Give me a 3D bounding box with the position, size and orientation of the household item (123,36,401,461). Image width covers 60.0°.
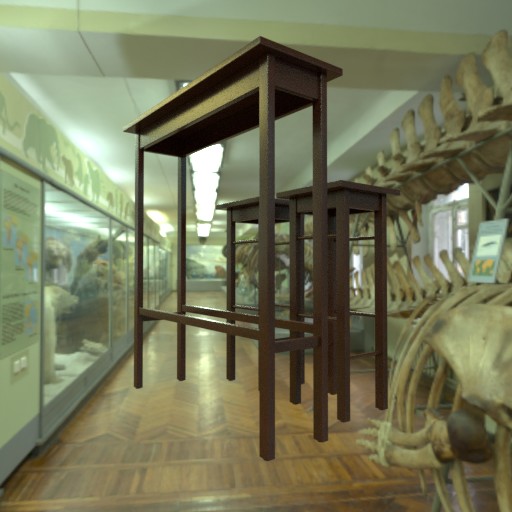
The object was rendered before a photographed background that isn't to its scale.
[{"bbox_3d":[0.000,0.000,1.653,0.676,1.067,0.914,1,-2,-37],"label":"household item"}]
